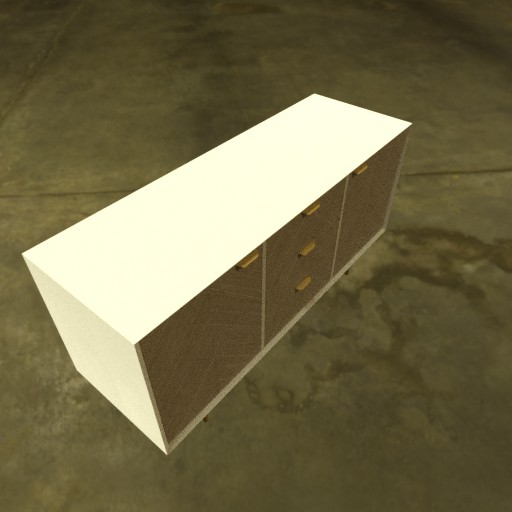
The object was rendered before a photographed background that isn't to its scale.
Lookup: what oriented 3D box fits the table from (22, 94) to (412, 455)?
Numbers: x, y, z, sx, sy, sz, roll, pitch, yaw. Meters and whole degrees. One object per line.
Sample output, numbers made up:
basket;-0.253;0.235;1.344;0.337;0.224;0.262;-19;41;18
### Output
table;0.000;0.000;1.841;0.508;0.769;1.500;29;49;28
